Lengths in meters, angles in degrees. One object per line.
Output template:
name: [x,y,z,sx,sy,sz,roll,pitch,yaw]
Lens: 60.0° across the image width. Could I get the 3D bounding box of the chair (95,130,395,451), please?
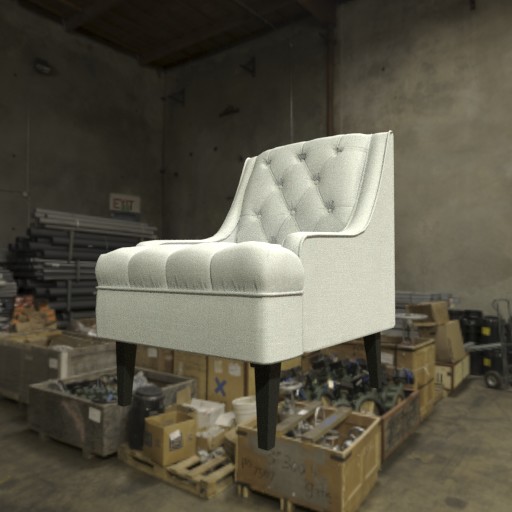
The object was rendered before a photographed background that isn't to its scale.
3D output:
chair: [0.000,0.000,1.414,0.658,0.891,0.772,-1,-2,37]
